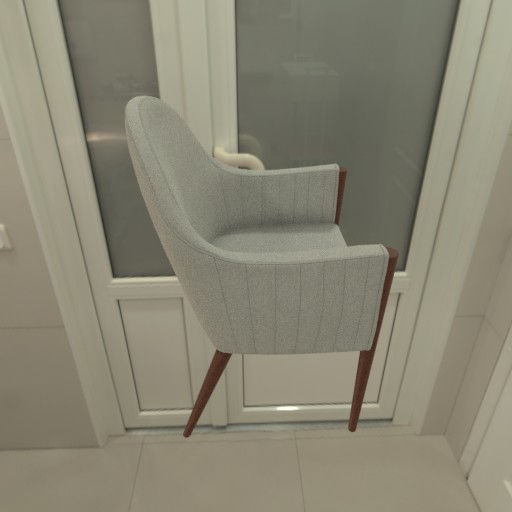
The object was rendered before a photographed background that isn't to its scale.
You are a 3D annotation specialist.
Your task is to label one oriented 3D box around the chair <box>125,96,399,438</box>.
[{"bbox_3d":[0.000,0.000,1.300,0.620,0.889,0.610,-1,31,-2],"label":"chair"}]
